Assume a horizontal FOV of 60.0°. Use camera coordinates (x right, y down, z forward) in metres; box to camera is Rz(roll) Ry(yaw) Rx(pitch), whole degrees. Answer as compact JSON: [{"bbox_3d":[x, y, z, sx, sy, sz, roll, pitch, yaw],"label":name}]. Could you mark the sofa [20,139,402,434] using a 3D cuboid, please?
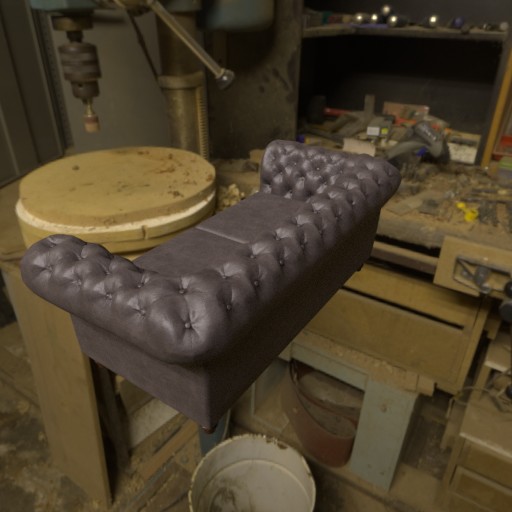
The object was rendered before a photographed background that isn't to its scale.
[{"bbox_3d":[0.000,0.000,2.411,0.944,0.779,2.048,19,35,29],"label":"sofa"}]
